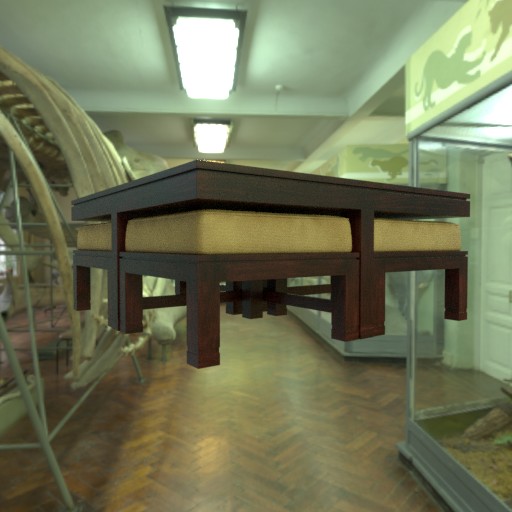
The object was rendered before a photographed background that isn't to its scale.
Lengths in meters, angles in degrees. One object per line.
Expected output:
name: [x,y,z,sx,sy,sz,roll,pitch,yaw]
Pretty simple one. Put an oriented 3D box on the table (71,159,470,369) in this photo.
table: [0.000,0.000,1.352,0.865,0.356,0.865,-1,2,-36]
